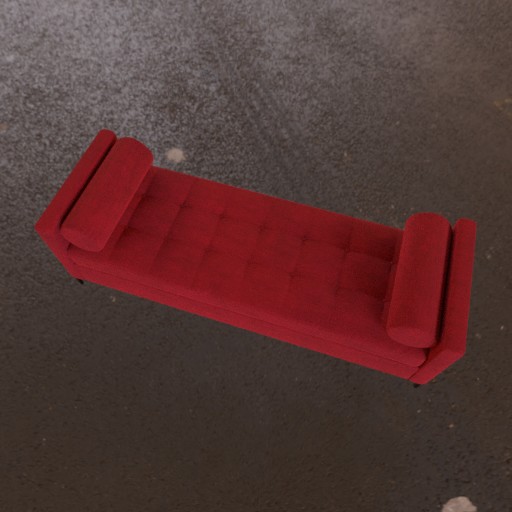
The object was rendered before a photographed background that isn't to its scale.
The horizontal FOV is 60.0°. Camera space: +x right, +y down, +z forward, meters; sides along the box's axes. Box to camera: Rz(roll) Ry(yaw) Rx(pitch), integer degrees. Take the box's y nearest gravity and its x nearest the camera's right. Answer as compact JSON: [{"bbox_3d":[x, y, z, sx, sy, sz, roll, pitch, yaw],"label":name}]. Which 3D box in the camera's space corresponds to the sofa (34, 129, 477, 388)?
[{"bbox_3d":[0.000,0.000,2.339,1.981,0.635,0.686,16,61,9],"label":"sofa"}]
